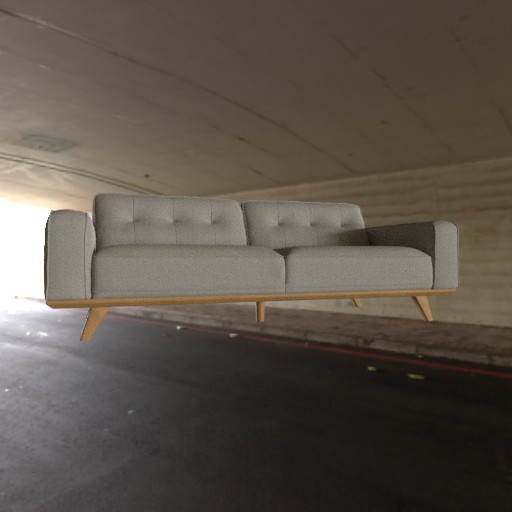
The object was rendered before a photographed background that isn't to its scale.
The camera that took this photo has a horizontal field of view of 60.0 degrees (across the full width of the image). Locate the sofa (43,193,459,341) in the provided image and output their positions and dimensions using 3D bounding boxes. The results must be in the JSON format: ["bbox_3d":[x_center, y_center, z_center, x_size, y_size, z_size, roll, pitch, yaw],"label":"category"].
[{"bbox_3d":[0.000,0.000,2.706,2.270,0.781,0.956,0,0,-19],"label":"sofa"}]
